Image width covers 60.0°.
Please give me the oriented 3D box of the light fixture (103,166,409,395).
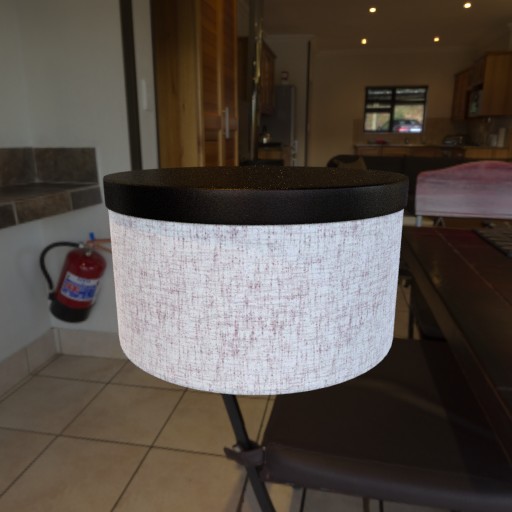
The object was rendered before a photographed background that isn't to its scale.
[{"bbox_3d":[0.000,0.000,0.622,0.389,0.229,0.389,0,14,0],"label":"light fixture"}]
